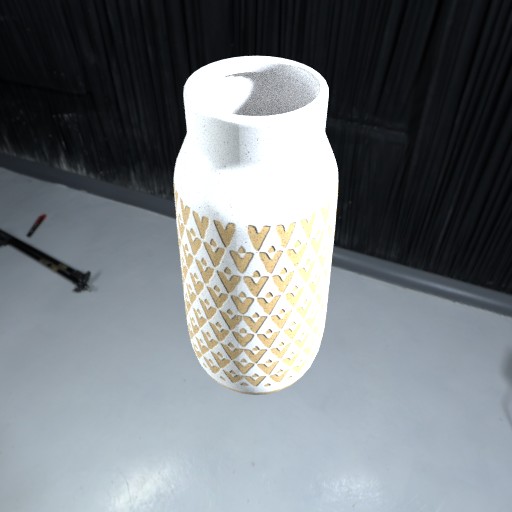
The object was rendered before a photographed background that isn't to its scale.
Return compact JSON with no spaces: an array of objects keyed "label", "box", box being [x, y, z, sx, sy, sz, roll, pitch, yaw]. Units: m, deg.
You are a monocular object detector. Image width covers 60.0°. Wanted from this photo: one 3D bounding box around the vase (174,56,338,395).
[{"label":"vase","box":[0.000,0.000,0.385,0.137,0.307,0.137,0,46,0]}]
